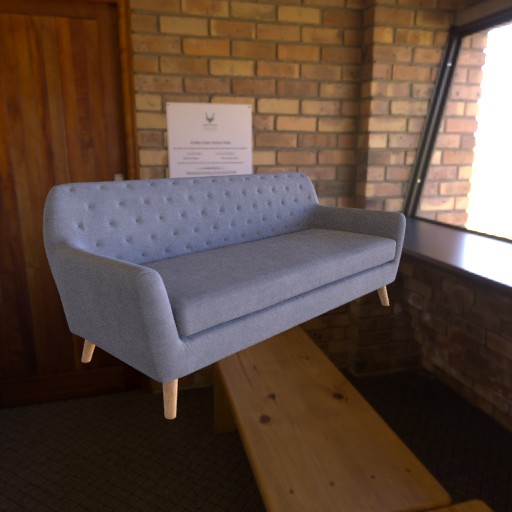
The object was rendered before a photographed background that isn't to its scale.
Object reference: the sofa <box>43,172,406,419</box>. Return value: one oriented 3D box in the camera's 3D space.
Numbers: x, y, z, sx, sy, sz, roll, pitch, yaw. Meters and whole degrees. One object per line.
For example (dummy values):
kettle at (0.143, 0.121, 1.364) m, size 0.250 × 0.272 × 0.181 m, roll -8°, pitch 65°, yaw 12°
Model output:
sofa at (0.000, 0.000, 2.413) m, size 0.830 × 0.830 × 1.970 m, roll 12°, pitch 18°, yaw 42°
